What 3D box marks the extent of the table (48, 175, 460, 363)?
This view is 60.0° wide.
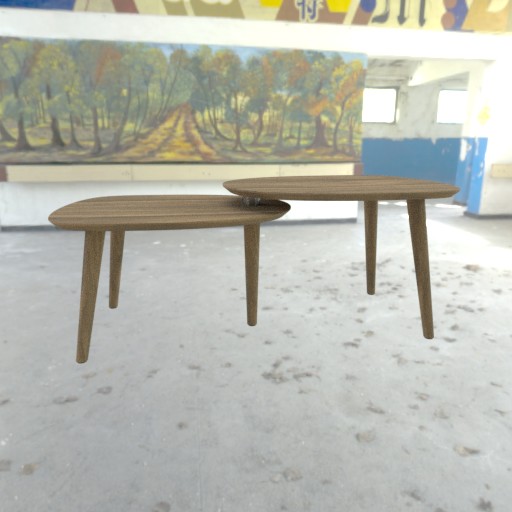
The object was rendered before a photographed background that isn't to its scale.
[{"bbox_3d":[0.000,0.000,1.327,1.084,0.429,0.527,-2,15,-8],"label":"table"}]
